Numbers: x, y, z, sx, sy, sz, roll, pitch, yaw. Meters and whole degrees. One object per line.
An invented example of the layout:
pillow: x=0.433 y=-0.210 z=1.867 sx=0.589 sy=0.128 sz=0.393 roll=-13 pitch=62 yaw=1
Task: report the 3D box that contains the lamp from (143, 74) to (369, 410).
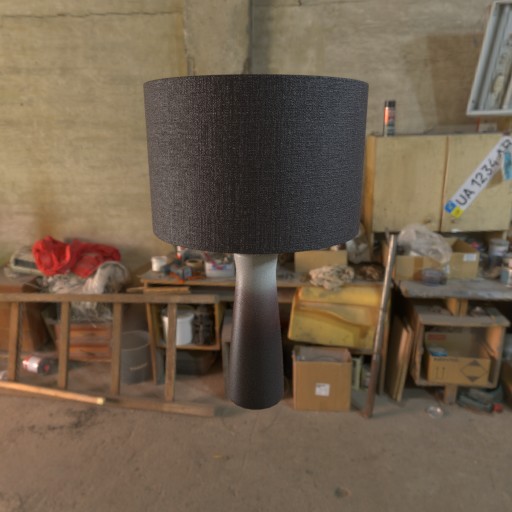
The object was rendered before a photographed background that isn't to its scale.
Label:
lamp: x=0.000 y=0.000 z=0.681 sx=0.303 sy=0.488 sz=0.303 roll=0 pitch=16 yaw=0
